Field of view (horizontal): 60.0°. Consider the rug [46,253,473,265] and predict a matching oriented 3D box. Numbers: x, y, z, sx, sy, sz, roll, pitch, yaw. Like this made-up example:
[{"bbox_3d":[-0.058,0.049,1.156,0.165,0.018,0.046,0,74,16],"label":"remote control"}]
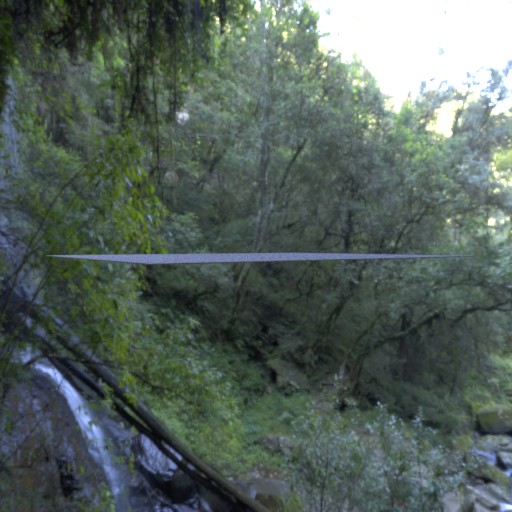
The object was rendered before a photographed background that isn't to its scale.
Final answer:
[{"bbox_3d":[0.000,0.000,4.006,3.045,0.008,2.421,-1,2,-36],"label":"rug"}]
